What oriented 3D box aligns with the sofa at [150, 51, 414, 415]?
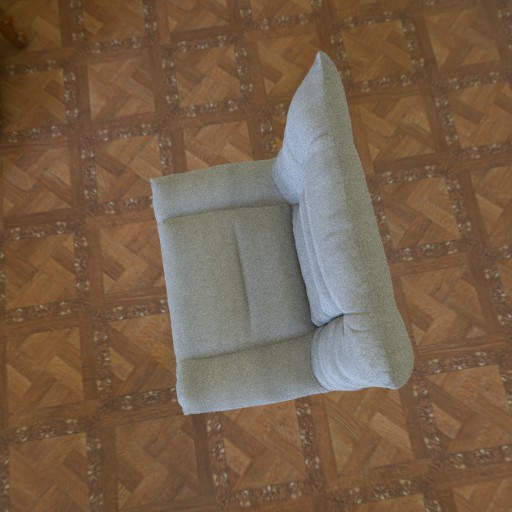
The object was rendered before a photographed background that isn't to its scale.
[{"bbox_3d":[0.000,0.000,1.738,0.847,0.795,1.144,-10,75,-3],"label":"sofa"}]
